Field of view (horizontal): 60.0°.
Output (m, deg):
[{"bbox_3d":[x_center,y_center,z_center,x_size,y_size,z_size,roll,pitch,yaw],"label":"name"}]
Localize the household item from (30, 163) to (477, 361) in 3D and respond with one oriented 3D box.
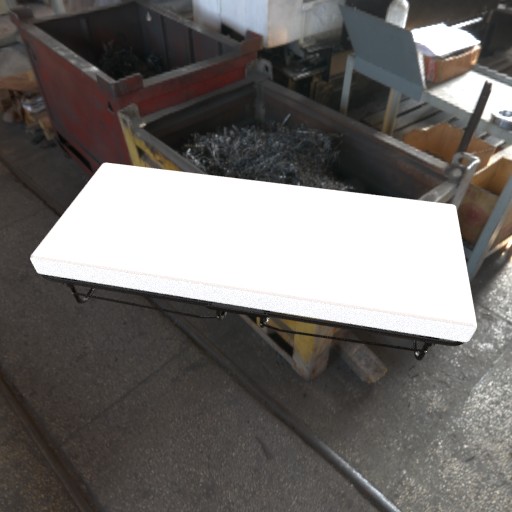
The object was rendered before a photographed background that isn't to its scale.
[{"bbox_3d":[0.000,0.000,2.166,1.905,0.356,0.787,8,46,8],"label":"household item"}]
